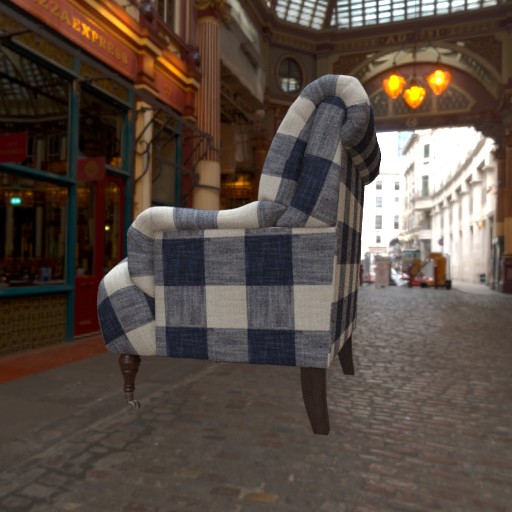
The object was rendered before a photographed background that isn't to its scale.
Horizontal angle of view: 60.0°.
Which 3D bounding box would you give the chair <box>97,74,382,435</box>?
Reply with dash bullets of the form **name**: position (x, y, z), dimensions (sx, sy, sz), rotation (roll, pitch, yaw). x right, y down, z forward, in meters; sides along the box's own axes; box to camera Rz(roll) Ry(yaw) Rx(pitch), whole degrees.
- **chair**: position (0.000, 0.000, 1.591), dimensions (0.848, 0.953, 0.781), rotation (0, 0, 18)
